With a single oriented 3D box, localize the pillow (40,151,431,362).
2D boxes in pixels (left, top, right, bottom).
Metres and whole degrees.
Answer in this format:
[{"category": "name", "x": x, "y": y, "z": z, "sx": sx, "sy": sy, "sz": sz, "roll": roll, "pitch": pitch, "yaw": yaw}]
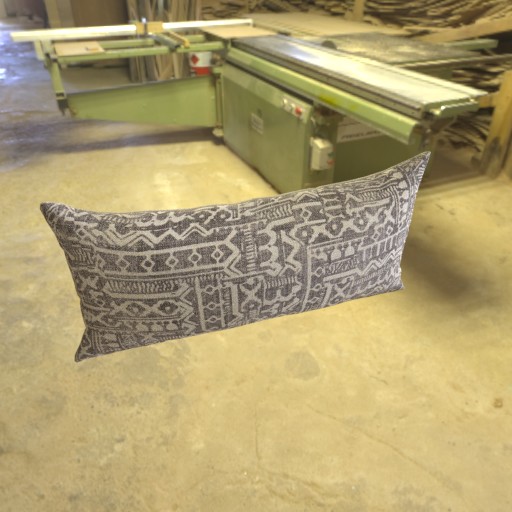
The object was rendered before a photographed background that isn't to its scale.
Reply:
[{"category": "pillow", "x": 0.000, "y": 0.000, "z": 0.737, "sx": 0.631, "sy": 0.290, "sz": 0.148, "roll": -10, "pitch": 35, "yaw": -15}]
